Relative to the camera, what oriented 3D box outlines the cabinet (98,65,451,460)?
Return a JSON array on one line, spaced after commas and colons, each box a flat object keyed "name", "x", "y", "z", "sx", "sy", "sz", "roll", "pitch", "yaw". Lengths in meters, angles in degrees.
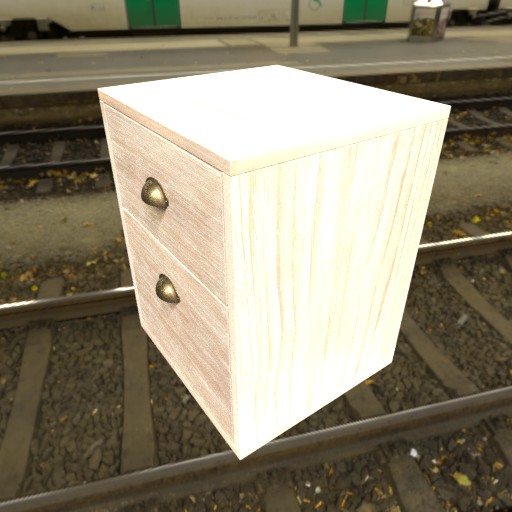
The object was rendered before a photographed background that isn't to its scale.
[{"name": "cabinet", "x": 0.000, "y": 0.000, "z": 0.838, "sx": 0.401, "sy": 0.579, "sz": 0.409, "roll": -21, "pitch": 38, "yaw": -29}]
